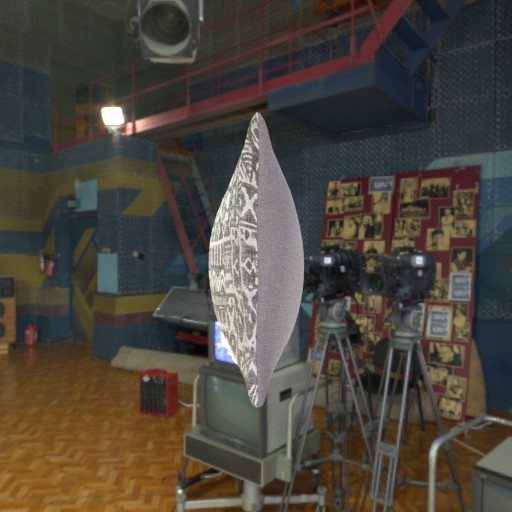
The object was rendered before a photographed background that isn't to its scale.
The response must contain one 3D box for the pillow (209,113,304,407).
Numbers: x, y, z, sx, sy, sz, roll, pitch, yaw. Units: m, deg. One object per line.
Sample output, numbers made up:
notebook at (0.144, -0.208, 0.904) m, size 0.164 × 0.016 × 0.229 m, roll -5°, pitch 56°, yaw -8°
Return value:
pillow at (0.000, 0.000, 0.743) m, size 0.148 × 0.290 × 0.631 m, roll 0°, pitch 1°, yaw 0°
